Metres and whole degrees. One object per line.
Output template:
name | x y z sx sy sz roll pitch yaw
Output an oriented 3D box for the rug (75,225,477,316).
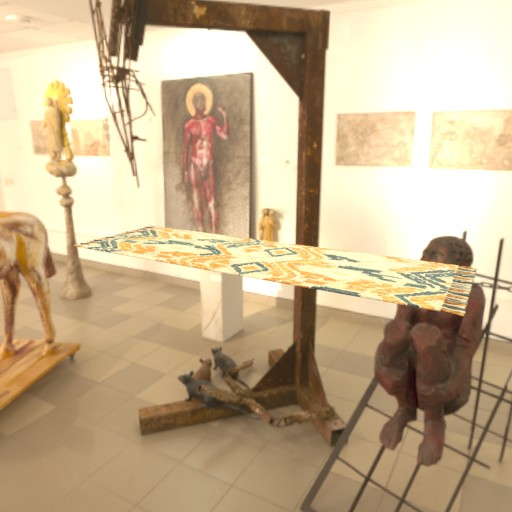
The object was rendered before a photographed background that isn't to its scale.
rug | 0.000 0.000 2.753 2.437 0.010 0.783 9 18 28
